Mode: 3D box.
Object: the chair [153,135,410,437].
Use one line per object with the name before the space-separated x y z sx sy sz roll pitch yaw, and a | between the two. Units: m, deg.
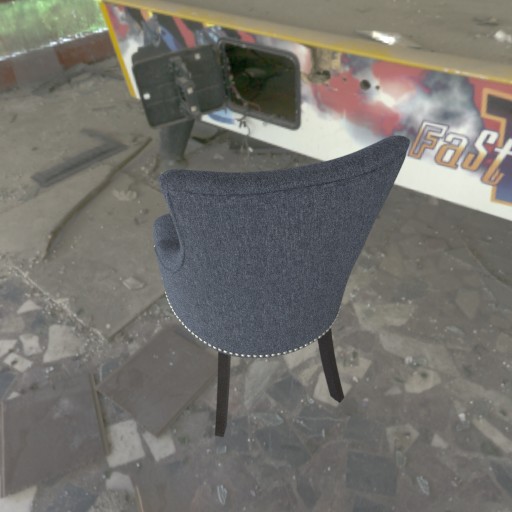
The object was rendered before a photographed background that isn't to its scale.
chair | 0.000 0.000 1.306 0.566 0.909 0.629 -12 43 -13
